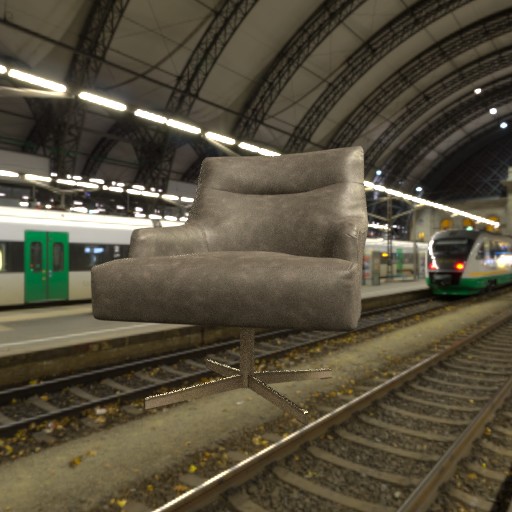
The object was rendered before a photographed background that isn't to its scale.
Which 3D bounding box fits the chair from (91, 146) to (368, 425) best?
[{"bbox_3d":[0.000,0.000,1.523,0.738,0.870,0.874,0,-1,17],"label":"chair"}]
